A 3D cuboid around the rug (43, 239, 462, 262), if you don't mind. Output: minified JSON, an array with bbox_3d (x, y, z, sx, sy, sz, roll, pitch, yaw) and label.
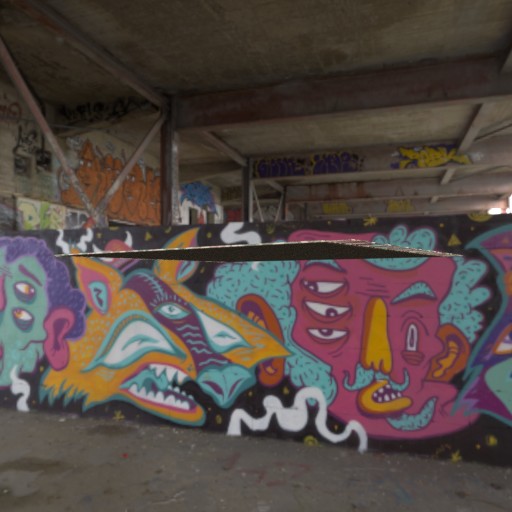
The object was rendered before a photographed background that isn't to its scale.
[{"bbox_3d":[0.000,0.000,4.060,3.048,0.010,2.438,-2,-3,37],"label":"rug"}]
